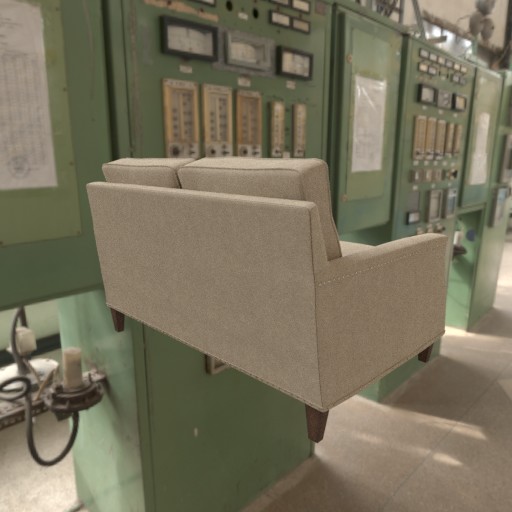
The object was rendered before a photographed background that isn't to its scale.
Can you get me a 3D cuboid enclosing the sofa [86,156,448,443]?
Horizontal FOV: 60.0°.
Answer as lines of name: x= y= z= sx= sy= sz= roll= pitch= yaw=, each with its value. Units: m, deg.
sofa: x=0.000 y=0.000 z=2.278 sx=1.597 sy=1.002 sz=1.084 roll=13 pitch=18 yaw=43
